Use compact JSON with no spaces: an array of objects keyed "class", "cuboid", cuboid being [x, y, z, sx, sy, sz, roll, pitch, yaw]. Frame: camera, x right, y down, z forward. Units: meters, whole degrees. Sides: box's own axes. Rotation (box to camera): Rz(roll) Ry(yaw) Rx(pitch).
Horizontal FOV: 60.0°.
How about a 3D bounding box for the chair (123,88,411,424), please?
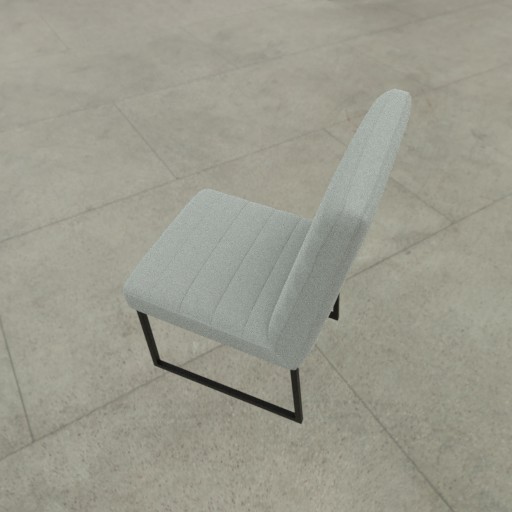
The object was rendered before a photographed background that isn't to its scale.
[{"class":"chair","cuboid":[0.000,0.000,1.319,0.634,0.930,0.520,17,49,15]}]
